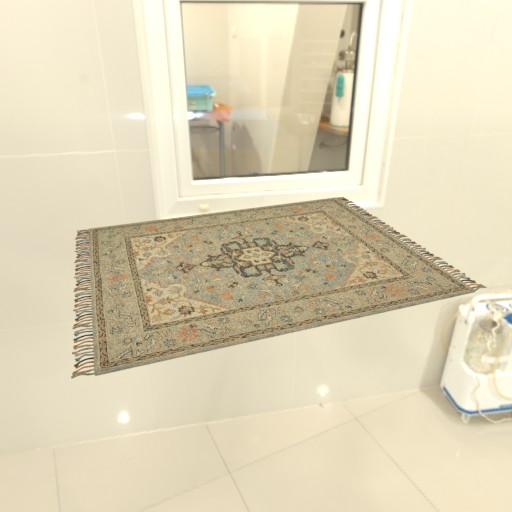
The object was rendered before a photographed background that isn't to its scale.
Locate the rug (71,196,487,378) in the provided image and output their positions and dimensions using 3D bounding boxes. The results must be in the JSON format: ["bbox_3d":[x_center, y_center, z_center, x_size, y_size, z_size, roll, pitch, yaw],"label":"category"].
[{"bbox_3d":[0.000,0.000,2.239,1.730,0.009,1.278,-9,29,-17],"label":"rug"}]
